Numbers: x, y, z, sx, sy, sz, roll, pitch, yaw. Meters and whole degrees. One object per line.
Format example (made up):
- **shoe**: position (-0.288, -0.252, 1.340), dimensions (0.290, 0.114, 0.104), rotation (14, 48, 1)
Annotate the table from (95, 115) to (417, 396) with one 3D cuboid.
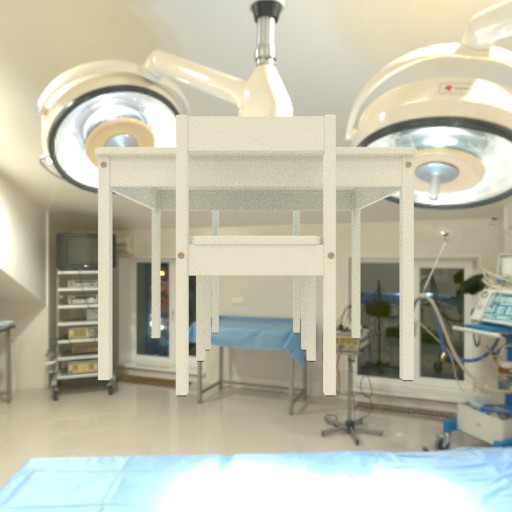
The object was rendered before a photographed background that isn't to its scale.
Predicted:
- **table**: position (0.000, 0.000, 1.123), dimensions (0.650, 0.503, 0.672), rotation (0, 0, 0)
